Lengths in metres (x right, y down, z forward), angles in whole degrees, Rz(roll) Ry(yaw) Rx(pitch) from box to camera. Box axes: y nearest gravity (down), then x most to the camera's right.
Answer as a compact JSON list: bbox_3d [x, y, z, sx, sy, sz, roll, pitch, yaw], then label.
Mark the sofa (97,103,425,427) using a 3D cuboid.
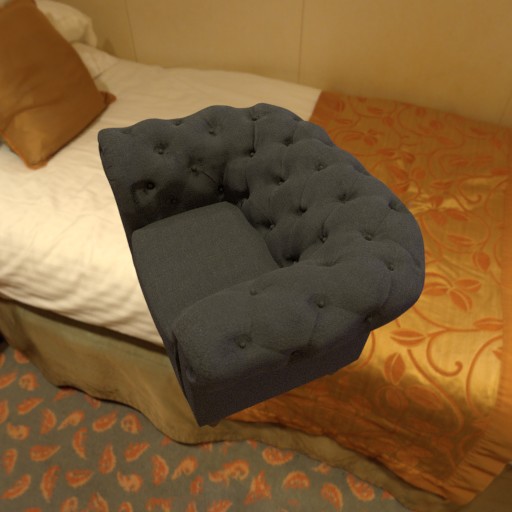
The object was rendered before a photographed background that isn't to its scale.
[{"bbox_3d":[0.000,0.000,1.991,1.032,0.878,1.405,-19,48,-17],"label":"sofa"}]
